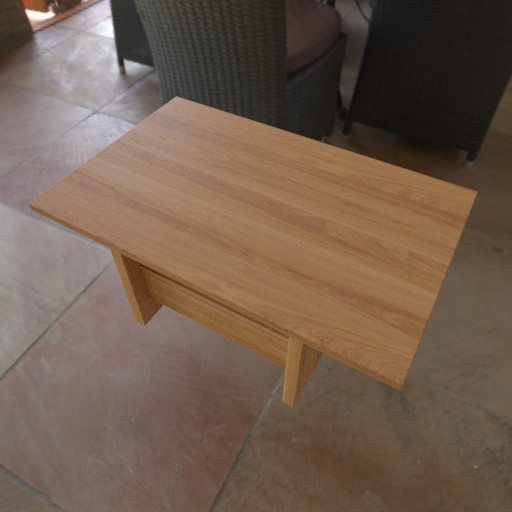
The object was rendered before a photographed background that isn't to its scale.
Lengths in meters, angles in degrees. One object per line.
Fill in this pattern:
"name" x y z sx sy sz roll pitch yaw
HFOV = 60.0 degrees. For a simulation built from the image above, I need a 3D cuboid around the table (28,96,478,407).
"table" 0.000 0.000 1.473 1.100 0.510 0.700 23 52 20
